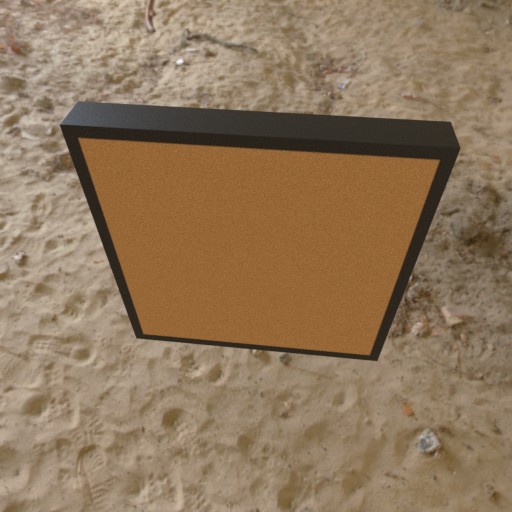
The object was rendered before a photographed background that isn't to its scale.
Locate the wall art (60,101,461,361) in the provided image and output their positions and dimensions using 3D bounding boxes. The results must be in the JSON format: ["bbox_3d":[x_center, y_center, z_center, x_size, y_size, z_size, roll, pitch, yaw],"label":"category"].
[{"bbox_3d":[0.000,0.000,0.457,0.304,0.304,0.038,5,47,4],"label":"wall art"}]
